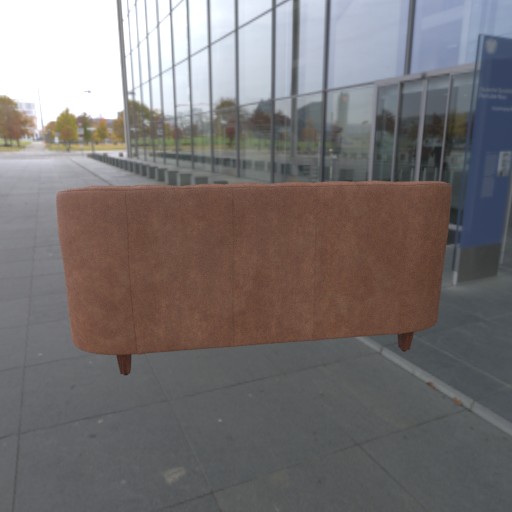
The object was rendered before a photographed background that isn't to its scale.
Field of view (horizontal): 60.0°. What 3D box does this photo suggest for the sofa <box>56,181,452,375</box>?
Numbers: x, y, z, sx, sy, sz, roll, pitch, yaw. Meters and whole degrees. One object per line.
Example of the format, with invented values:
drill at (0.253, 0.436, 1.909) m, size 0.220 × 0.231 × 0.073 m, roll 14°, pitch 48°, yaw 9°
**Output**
sofa at (0.000, 0.000, 2.205) m, size 1.755 × 0.786 × 0.914 m, roll -3°, pitch 15°, yaw -10°
